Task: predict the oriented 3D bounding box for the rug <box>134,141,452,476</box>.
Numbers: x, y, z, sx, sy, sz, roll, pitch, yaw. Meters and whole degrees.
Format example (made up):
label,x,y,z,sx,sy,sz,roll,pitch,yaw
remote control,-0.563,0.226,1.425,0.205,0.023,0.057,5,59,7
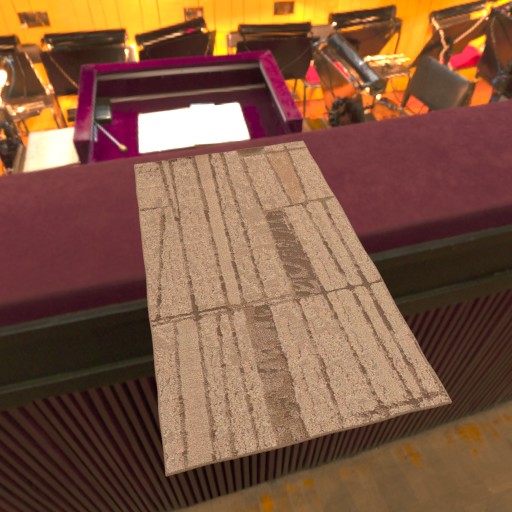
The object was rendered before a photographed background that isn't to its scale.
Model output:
label,x,y,z,sx,sy,sz,roll,pitch,yaw
rug,0.000,0.000,1.038,0.515,0.007,0.867,-10,48,-9
